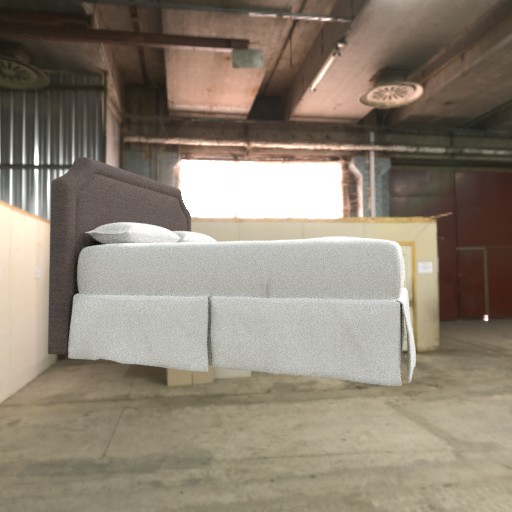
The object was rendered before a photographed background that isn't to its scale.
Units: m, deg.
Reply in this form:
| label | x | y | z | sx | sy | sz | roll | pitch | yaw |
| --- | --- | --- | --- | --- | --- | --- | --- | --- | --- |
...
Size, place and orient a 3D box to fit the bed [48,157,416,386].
| label | x | y | z | sx | sy | sz | roll | pitch | yaw |
| --- | --- | --- | --- | --- | --- | --- | --- | --- | --- |
| bed | 0.000 | 0.000 | 3.154 | 2.116 | 1.290 | 1.693 | -1 | -2 | 19 |
